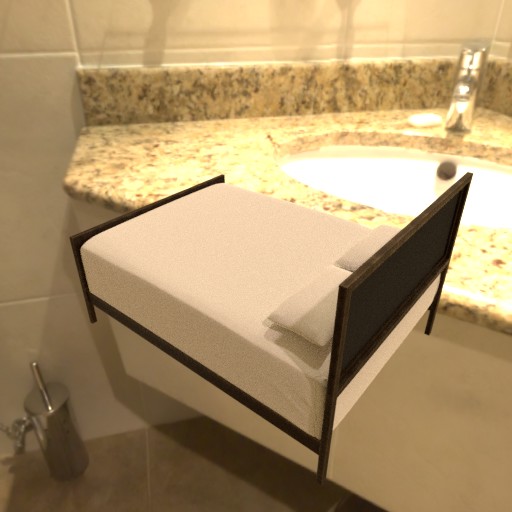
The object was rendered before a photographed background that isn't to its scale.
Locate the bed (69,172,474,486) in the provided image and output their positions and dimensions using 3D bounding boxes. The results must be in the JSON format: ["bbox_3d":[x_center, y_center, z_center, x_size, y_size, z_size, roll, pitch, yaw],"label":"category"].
[{"bbox_3d":[0.000,0.000,3.191,2.221,1.313,1.607,23,38,33],"label":"bed"}]
